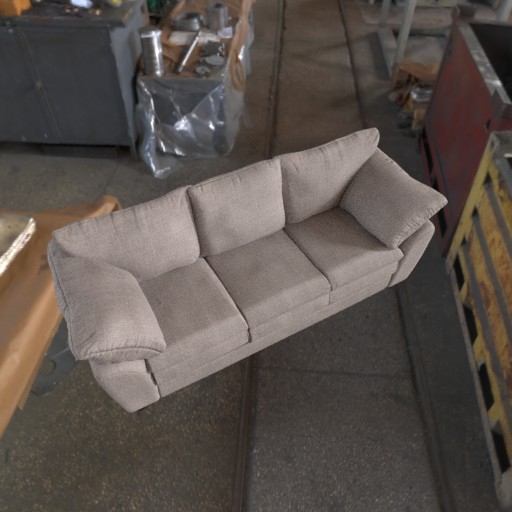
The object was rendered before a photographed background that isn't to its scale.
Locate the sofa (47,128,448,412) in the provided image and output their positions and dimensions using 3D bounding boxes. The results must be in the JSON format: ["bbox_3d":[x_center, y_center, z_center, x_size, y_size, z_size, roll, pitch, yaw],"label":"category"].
[{"bbox_3d":[0.000,0.000,2.829,2.334,0.996,0.878,-22,50,-20],"label":"sofa"}]
